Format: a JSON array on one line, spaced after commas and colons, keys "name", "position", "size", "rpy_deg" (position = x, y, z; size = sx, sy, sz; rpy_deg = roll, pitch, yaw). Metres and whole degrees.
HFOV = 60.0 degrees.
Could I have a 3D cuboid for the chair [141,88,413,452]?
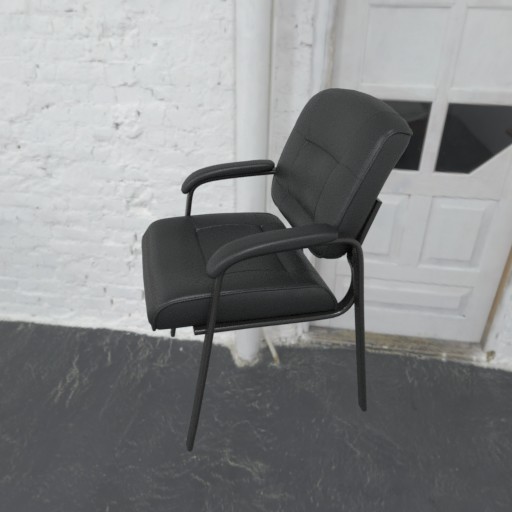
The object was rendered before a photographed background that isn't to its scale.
[{"name": "chair", "position": [0.000, 0.000, 1.331], "size": [0.668, 0.910, 0.591], "rpy_deg": [-7, 31, -13]}]
